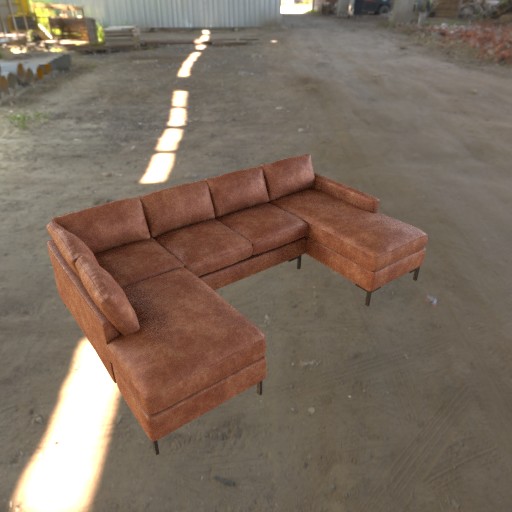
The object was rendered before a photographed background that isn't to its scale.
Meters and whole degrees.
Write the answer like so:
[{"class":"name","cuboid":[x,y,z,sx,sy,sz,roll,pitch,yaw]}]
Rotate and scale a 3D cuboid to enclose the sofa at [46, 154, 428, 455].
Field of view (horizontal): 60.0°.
[{"class":"sofa","cuboid":[0.000,0.000,3.842,2.956,0.900,1.939,-21,36,-31]}]
